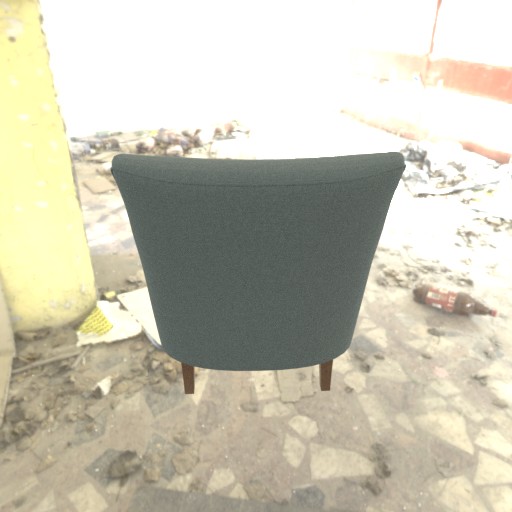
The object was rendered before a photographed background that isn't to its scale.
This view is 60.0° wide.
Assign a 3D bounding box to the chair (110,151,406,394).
[{"bbox_3d":[0.000,0.000,1.590,0.756,0.916,0.879,-1,30,-2],"label":"chair"}]
